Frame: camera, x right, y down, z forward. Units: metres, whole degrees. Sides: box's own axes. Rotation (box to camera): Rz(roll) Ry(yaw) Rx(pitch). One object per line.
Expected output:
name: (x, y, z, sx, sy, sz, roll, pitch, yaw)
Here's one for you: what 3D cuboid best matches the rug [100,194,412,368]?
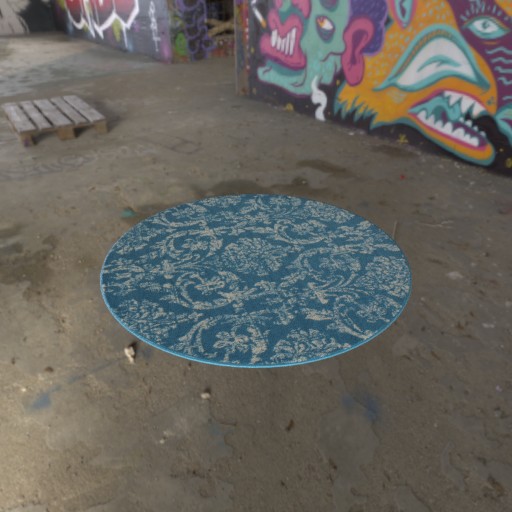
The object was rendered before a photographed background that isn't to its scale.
rug: (0.000, 0.000, 2.364, 1.593, 0.012, 1.593, 0, 32, 0)
